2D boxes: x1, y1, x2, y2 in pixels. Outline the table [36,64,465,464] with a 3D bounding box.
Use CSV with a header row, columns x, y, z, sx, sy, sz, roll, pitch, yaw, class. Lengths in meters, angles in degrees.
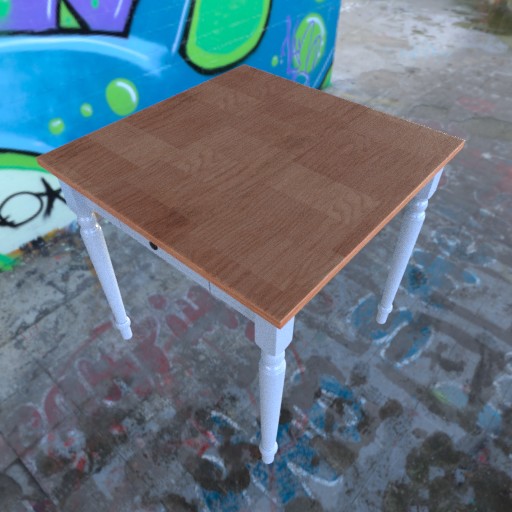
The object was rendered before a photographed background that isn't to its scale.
x,y,z,sx,sy,sz,roll,pitch,yaw,class
0.000,0.000,1.344,0.747,0.738,0.747,31,52,28,table
